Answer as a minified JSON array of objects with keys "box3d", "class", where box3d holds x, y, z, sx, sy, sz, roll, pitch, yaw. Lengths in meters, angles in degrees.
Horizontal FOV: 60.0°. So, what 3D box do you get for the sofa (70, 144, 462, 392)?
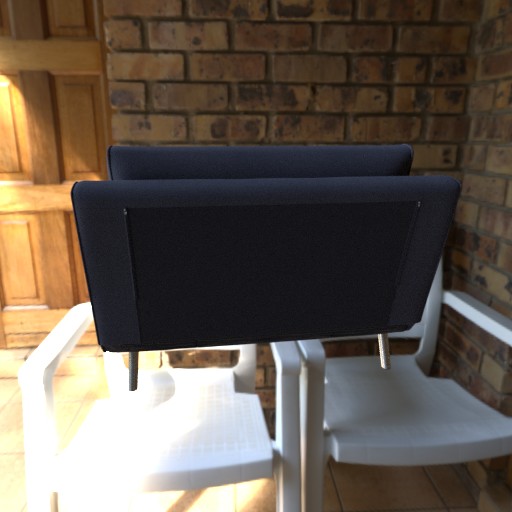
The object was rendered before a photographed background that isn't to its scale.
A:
[{"box3d":[0.000,0.000,1.843,1.220,0.910,0.910,-2,15,-9],"class":"sofa"}]
